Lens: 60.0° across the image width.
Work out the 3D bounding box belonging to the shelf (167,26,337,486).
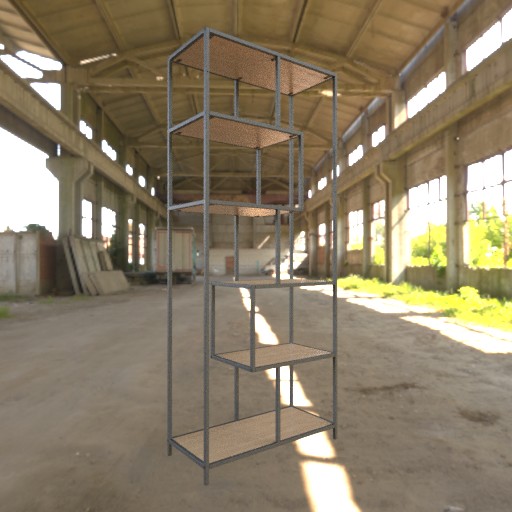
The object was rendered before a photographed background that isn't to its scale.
[{"bbox_3d":[0.000,0.000,2.154,0.770,1.850,0.350,0,0,-37],"label":"shelf"}]
